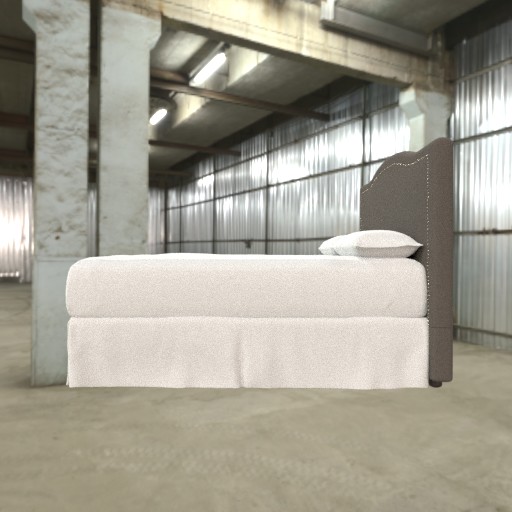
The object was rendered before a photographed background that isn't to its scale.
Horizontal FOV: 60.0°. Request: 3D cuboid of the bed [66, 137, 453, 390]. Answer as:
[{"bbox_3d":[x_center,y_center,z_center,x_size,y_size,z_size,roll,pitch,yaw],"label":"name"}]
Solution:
[{"bbox_3d":[0.000,0.000,3.076,2.036,1.387,1.666,0,0,0],"label":"bed"}]
